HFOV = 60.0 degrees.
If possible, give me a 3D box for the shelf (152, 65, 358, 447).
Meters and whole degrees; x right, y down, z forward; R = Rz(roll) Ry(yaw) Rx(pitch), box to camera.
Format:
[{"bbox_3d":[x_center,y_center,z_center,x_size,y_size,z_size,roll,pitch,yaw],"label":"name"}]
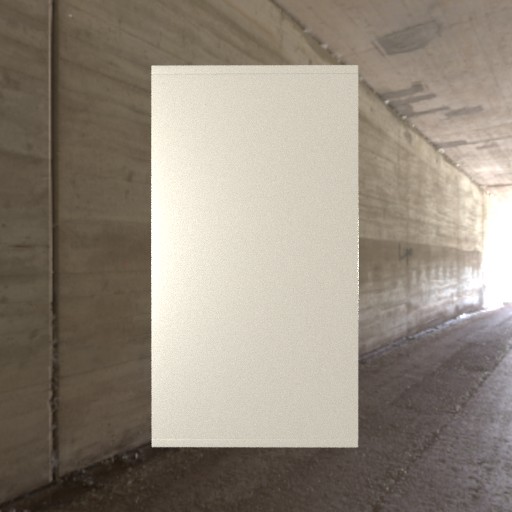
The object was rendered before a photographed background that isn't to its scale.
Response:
[{"bbox_3d":[0.000,0.000,1.296,0.396,0.732,0.895,0,0,0],"label":"shelf"}]
